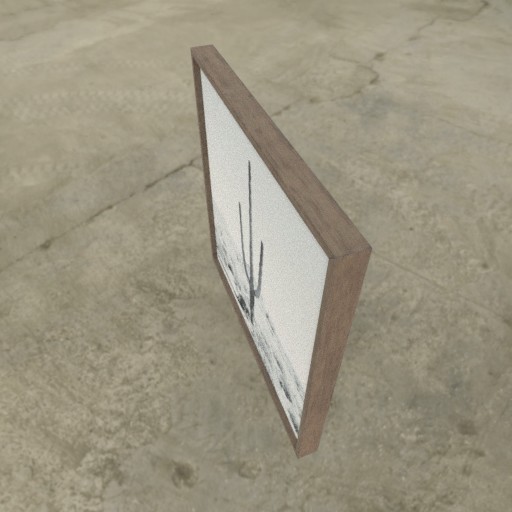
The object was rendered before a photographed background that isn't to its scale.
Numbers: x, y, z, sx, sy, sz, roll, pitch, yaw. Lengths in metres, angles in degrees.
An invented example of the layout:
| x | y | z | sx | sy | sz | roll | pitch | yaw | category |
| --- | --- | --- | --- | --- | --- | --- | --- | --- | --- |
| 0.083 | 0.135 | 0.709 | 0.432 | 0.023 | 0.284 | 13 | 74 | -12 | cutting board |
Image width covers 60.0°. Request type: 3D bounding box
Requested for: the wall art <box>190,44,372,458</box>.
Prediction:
| x | y | z | sx | sy | sz | roll | pitch | yaw | category |
| --- | --- | --- | --- | --- | --- | --- | --- | --- | --- |
| 0.000 | 0.000 | 0.753 | 0.038 | 0.508 | 0.508 | -15 | 48 | -14 | wall art |
